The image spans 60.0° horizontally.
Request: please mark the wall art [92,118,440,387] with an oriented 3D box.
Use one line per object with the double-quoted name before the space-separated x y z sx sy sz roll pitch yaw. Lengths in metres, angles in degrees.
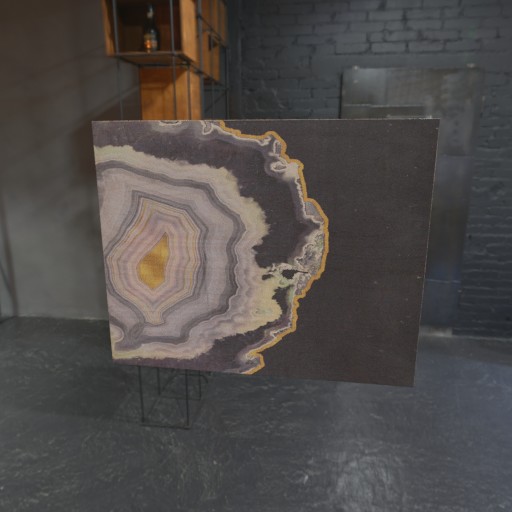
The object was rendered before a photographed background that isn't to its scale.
"wall art" 0.000 0.000 0.695 0.508 0.408 0.010 2 15 9
